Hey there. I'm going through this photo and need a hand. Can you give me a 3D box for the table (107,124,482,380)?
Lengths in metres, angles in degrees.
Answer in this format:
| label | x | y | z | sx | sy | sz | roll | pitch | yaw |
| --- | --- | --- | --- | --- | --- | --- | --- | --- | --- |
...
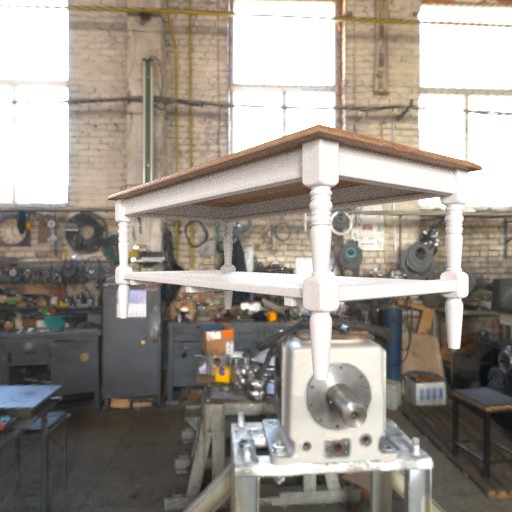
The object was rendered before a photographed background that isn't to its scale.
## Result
| label | x | y | z | sx | sy | sz | roll | pitch | yaw |
| --- | --- | --- | --- | --- | --- | --- | --- | --- | --- |
| table | 0.000 | 0.000 | 1.373 | 0.559 | 0.458 | 1.118 | 0 | 0 | -37 |
